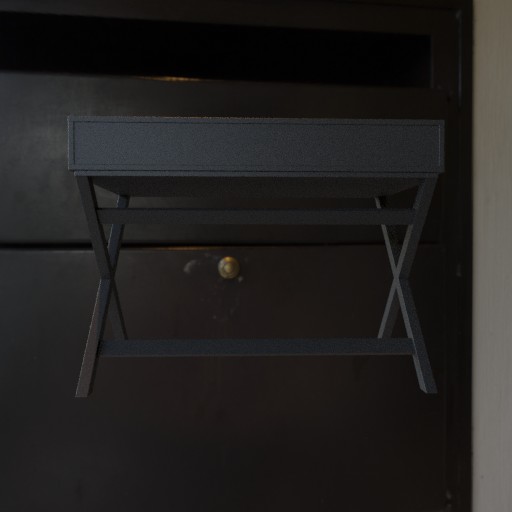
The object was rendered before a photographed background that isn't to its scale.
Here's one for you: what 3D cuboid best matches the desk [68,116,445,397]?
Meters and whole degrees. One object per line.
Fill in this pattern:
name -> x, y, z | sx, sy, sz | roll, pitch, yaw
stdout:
desk -> 0.000, 0.000, 1.499 | 1.057, 0.780, 0.504 | 0, 1, -2
